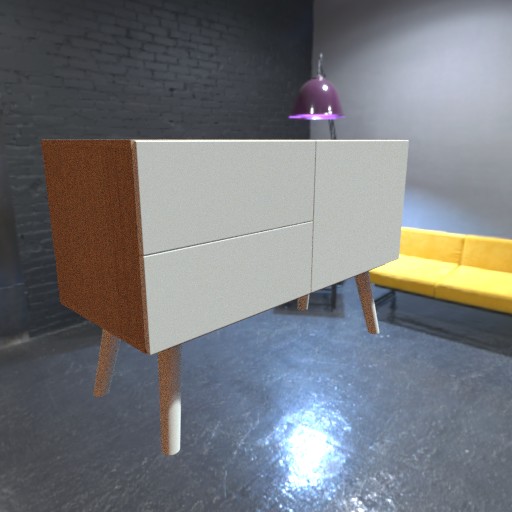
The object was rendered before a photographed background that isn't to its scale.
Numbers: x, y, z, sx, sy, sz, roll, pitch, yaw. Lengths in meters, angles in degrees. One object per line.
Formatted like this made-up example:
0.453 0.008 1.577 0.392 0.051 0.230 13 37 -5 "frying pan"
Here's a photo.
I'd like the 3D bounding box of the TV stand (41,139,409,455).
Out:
0.000 0.000 1.302 0.407 0.660 0.991 14 20 43 "TV stand"
